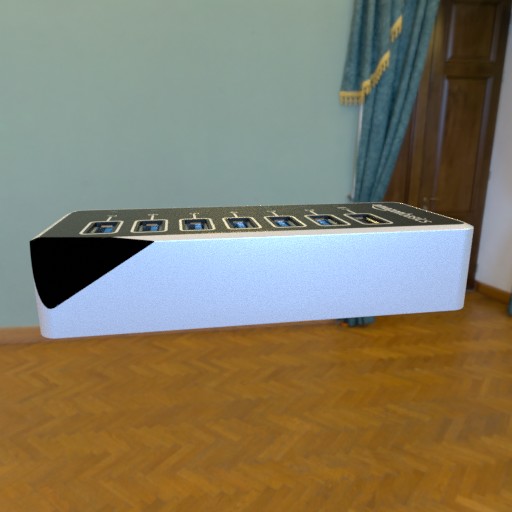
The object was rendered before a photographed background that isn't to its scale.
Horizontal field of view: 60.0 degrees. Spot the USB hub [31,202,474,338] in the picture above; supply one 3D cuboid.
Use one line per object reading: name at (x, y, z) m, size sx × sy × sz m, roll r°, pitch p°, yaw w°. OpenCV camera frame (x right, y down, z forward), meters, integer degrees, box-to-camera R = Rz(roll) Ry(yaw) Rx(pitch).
USB hub at (0.000, 0.000, 0.128) m, size 0.110 × 0.023 × 0.044 m, roll -3°, pitch 15°, yaw -9°
